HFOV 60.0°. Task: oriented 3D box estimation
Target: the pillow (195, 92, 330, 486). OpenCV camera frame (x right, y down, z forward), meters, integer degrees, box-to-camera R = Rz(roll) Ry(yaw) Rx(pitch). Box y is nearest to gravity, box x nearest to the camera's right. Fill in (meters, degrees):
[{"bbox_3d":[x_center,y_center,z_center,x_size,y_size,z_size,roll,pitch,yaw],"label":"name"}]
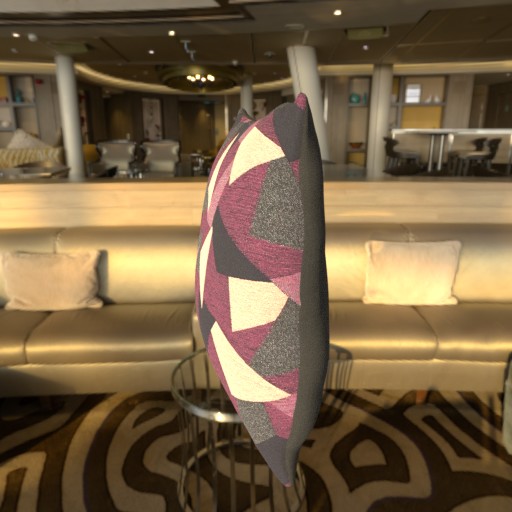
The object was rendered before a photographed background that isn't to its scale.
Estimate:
[{"bbox_3d":[0.000,0.000,0.748,0.208,0.496,0.503,-2,16,-9],"label":"pillow"}]
